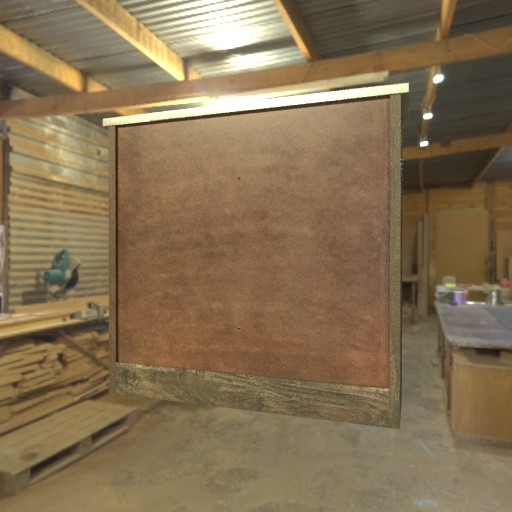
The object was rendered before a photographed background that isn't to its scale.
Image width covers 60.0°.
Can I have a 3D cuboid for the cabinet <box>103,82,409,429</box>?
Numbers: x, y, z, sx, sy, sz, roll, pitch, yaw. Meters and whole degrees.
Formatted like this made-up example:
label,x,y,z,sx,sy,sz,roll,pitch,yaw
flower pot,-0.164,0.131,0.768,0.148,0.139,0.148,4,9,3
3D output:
label,x,y,z,sx,sy,sz,roll,pitch,yaw
cabinet,0.000,0.000,1.486,0.968,0.919,0.338,0,1,19
